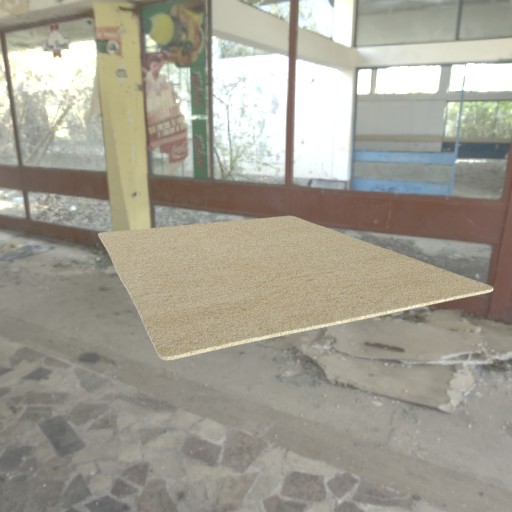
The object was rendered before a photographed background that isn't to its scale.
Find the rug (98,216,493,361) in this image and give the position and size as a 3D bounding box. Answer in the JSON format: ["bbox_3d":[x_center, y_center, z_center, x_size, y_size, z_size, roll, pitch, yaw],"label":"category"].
[{"bbox_3d":[0.000,0.000,3.976,2.401,0.025,3.001,-7,18,-24],"label":"rug"}]
